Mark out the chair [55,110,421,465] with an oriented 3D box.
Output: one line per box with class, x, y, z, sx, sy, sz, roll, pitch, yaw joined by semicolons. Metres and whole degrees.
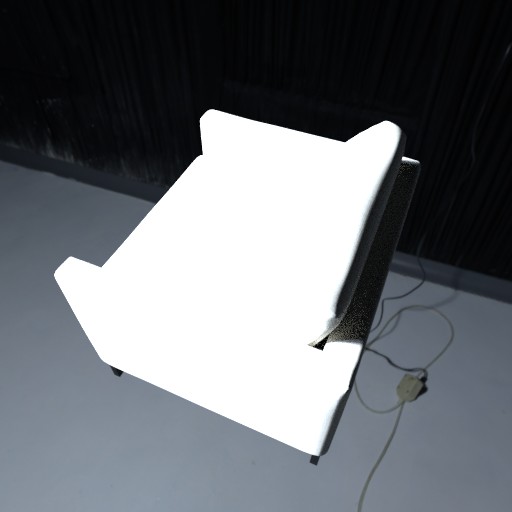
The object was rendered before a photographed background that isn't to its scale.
chair;0.000;0.000;1.556;0.875;0.806;0.964;18;51;15
